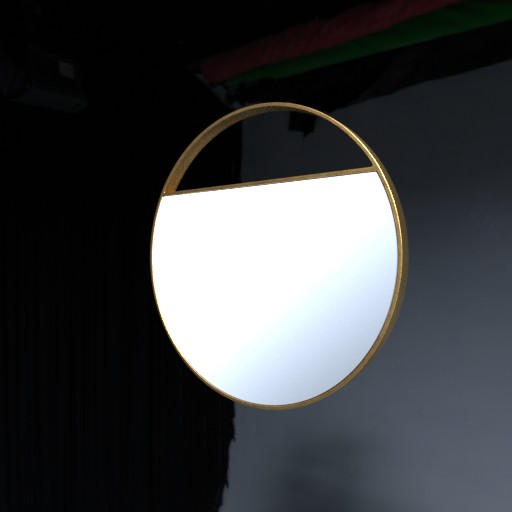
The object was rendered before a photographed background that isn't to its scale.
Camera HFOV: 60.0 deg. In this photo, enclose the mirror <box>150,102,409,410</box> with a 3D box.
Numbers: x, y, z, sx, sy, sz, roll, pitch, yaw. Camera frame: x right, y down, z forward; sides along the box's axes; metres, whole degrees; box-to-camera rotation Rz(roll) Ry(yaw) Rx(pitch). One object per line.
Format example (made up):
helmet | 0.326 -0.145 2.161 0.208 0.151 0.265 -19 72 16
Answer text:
mirror | 0.000 0.000 0.844 0.565 0.565 0.032 0 0 36
